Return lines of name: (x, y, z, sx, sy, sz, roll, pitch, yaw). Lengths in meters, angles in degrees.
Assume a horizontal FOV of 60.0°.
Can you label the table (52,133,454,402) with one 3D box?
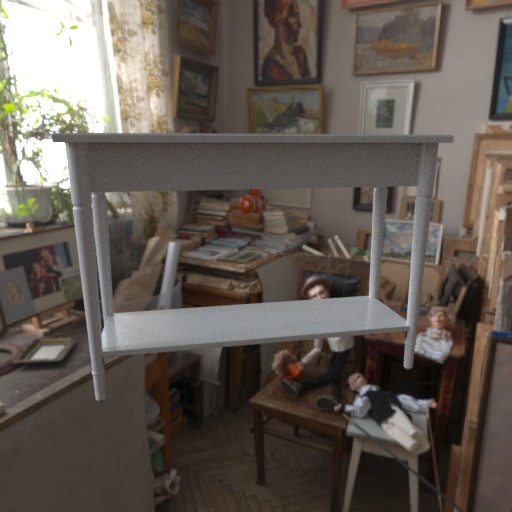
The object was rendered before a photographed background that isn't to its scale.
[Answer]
table: (0.000, 0.000, 1.425, 1.067, 0.749, 0.381, -3, 14, -11)
